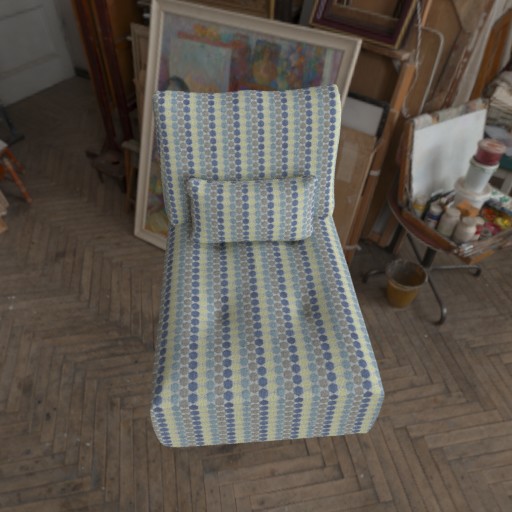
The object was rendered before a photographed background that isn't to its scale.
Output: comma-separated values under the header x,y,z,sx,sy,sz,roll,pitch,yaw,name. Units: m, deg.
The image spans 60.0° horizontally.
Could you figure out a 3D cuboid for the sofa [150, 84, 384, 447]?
x,y,z,sx,sy,sz,roll,pitch,yaw,name
0.000,0.000,1.561,0.700,0.820,1.000,-3,45,-3,sofa
